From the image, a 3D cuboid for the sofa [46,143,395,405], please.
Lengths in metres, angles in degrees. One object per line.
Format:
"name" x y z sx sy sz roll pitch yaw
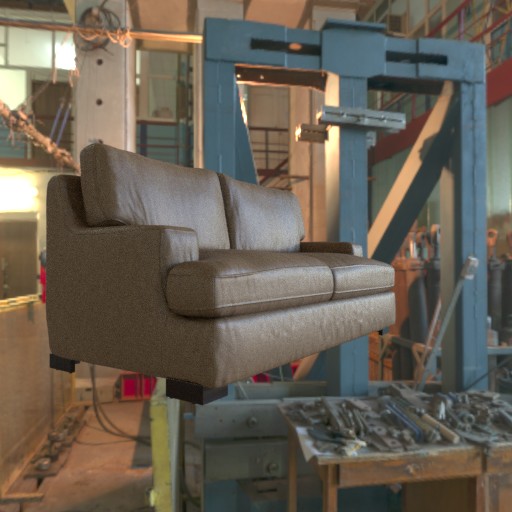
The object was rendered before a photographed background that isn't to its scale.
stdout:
"sofa" 0.000 0.000 2.376 0.962 0.980 1.855 -1 -1 35
